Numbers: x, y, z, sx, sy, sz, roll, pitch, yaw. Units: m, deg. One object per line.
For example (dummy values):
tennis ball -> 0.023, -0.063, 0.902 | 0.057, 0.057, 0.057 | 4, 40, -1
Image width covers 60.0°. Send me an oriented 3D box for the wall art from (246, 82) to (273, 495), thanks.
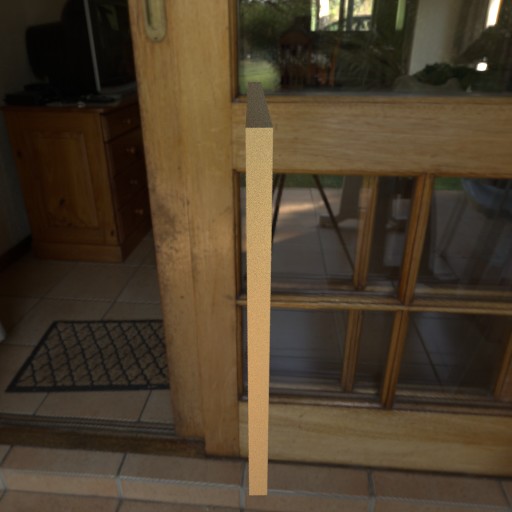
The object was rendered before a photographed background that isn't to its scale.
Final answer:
wall art -> 0.000, 0.000, 1.120 | 0.038, 0.762, 0.762 | 0, 26, -1
